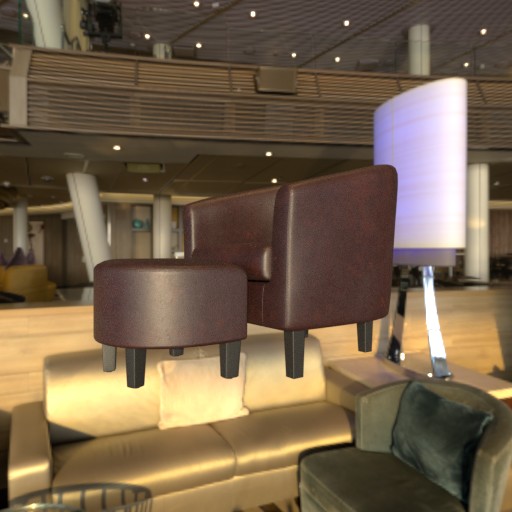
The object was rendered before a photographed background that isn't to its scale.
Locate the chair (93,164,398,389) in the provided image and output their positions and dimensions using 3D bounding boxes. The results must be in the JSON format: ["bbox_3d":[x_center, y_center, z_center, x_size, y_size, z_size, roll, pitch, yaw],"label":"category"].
[{"bbox_3d":[0.000,0.000,1.663,1.176,0.755,0.737,0,0,-36],"label":"chair"}]
